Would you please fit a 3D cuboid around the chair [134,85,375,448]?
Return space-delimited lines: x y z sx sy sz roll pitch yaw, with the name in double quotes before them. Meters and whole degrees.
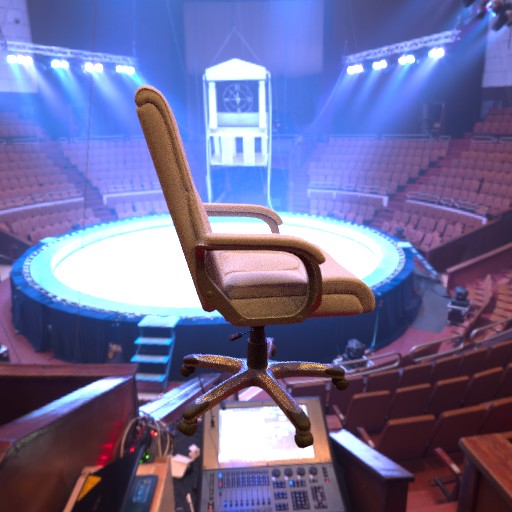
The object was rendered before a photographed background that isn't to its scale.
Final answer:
"chair" 0.000 0.000 1.581 0.738 1.120 0.687 -2 15 -8
